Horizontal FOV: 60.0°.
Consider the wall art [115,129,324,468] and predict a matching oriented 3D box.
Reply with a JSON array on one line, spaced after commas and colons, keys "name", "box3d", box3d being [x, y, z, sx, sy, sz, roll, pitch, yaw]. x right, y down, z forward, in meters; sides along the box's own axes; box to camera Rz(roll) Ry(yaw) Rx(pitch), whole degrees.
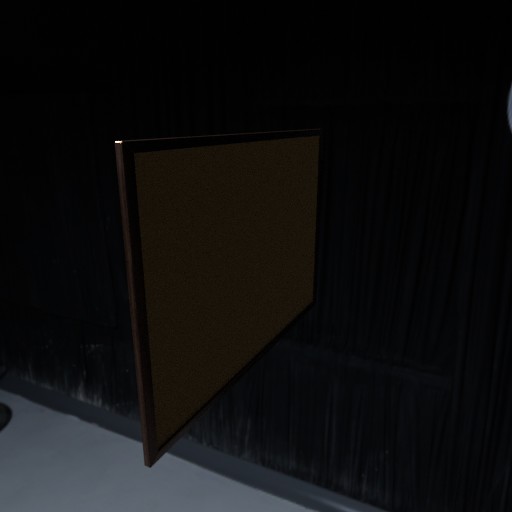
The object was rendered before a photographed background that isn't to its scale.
[{"name": "wall art", "box3d": [0.000, 0.000, 1.046, 0.014, 0.559, 0.816, 9, 19, 27]}]
